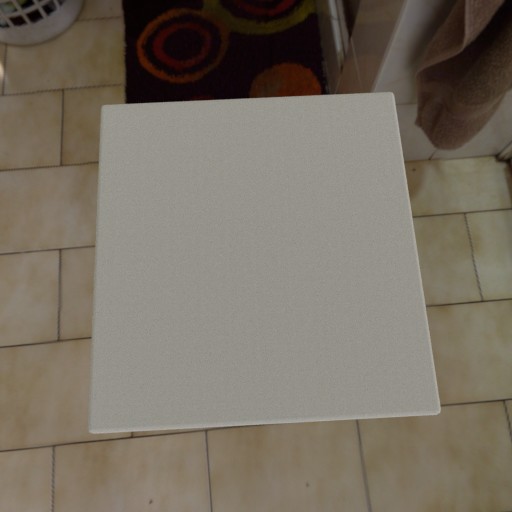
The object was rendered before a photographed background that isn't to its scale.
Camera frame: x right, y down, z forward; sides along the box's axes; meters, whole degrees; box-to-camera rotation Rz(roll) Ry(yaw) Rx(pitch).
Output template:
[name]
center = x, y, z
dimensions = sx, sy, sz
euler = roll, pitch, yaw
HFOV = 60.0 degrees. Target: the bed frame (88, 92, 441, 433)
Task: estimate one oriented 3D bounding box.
[bed frame]
center = 0.000, 0.000, 3.751
dimensions = 2.526, 0.680, 2.635
euler = -3, 75, -1
